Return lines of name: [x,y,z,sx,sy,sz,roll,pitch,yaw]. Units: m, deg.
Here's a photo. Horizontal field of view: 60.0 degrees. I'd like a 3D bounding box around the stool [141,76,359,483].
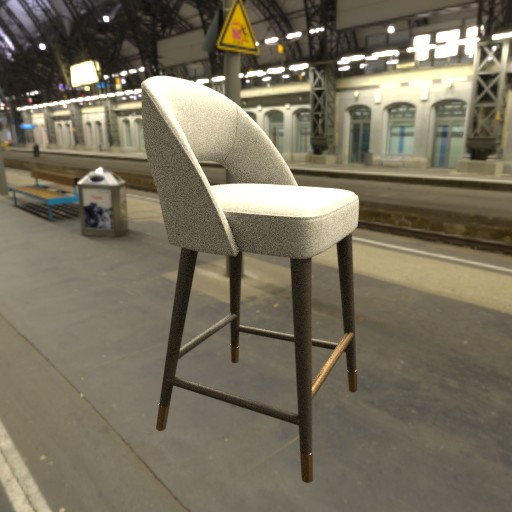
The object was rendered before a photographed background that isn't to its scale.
stool: [0.000,0.000,1.216,0.509,0.940,0.494,7,17,25]
